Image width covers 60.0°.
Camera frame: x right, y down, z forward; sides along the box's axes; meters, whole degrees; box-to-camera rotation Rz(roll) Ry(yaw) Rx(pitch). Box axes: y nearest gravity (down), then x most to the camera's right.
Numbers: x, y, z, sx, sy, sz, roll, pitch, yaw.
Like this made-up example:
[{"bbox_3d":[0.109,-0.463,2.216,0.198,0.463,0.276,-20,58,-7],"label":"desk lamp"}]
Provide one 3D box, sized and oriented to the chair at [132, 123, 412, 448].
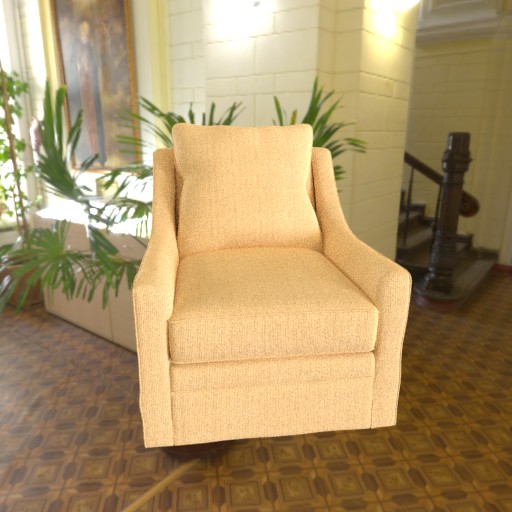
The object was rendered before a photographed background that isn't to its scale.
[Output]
[{"bbox_3d":[0.000,0.000,1.590,0.760,0.927,0.876,-2,16,-7],"label":"chair"}]
